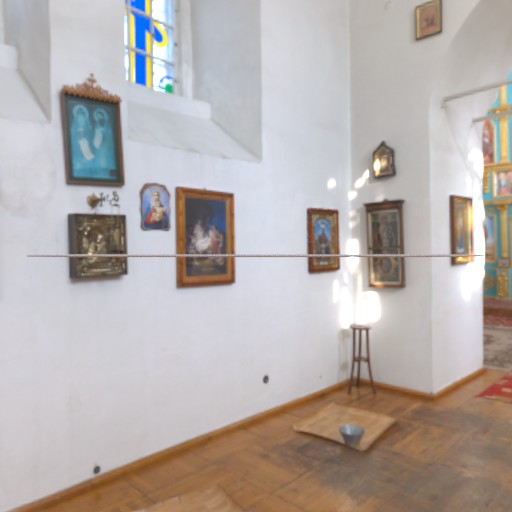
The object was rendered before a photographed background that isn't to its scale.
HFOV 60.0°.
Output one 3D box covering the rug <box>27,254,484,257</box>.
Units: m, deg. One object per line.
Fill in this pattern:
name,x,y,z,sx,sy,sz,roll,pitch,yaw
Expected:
rug,0.000,0.000,2.544,2.294,0.011,0.666,0,0,-1
